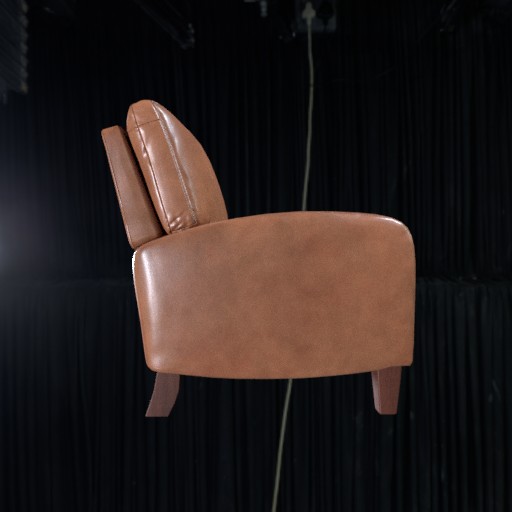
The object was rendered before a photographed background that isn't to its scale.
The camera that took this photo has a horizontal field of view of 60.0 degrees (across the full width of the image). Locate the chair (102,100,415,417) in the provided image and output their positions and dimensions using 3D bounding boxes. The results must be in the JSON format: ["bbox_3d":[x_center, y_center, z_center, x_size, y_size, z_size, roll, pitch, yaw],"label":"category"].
[{"bbox_3d":[0.000,0.000,1.697,0.990,0.990,0.762,0,0,-1],"label":"chair"}]
